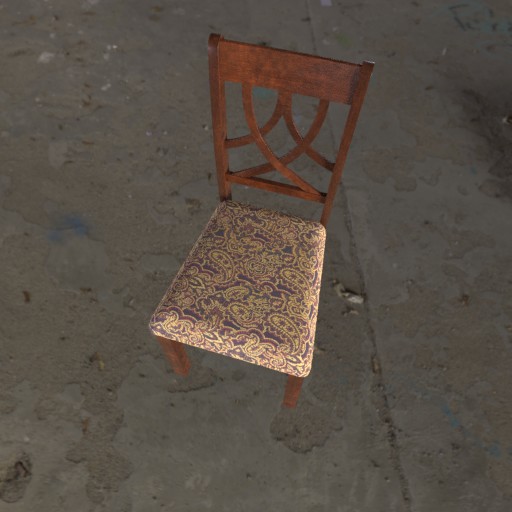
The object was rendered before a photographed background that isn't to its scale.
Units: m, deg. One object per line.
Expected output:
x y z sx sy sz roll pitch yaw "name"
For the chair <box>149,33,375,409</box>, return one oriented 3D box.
0.000 0.000 1.288 0.457 0.965 0.584 14 60 9 "chair"
